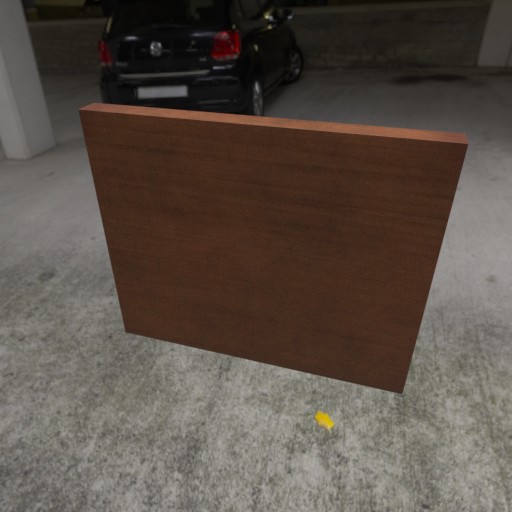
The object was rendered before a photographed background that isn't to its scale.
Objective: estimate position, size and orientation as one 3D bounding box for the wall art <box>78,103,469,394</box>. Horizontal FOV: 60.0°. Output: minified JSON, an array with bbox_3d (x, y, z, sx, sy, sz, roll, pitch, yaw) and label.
[{"bbox_3d":[0.000,0.000,0.540,0.401,0.328,0.030,9,34,14],"label":"wall art"}]
